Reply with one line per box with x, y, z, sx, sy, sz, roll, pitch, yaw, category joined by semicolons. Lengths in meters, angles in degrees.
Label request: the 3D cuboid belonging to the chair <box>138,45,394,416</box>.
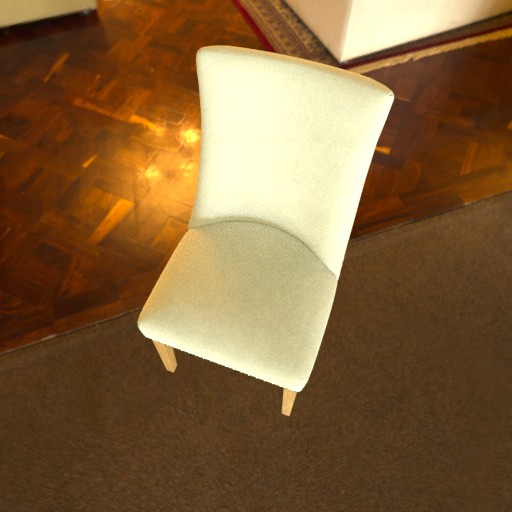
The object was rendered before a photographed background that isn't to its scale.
0.000;0.000;1.274;0.495;0.902;0.610;17;60;10;chair
